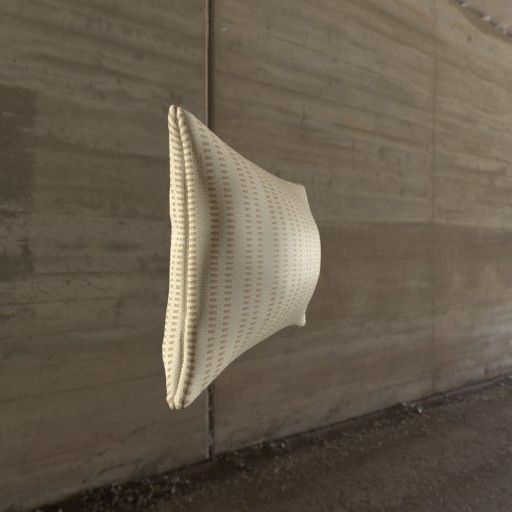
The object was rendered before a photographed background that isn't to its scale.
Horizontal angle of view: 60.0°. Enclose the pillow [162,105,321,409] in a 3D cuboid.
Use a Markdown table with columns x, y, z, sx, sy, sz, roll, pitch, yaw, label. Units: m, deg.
| x | y | z | sx | sy | sz | roll | pitch | yaw | label |
| --- | --- | --- | --- | --- | --- | --- | --- | --- | --- |
| 0.000 | 0.000 | 0.807 | 0.210 | 0.353 | 0.640 | 0 | 1 | 19 | pillow |
